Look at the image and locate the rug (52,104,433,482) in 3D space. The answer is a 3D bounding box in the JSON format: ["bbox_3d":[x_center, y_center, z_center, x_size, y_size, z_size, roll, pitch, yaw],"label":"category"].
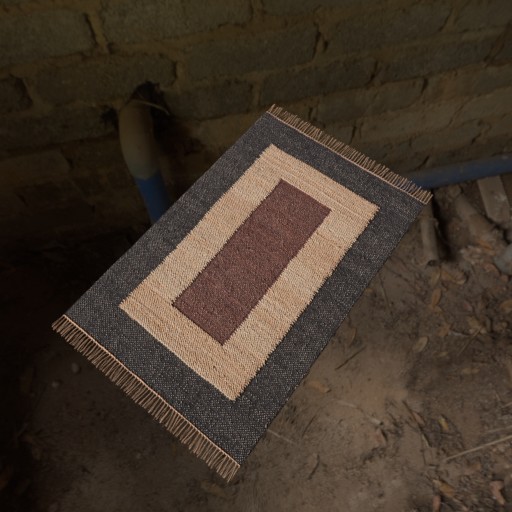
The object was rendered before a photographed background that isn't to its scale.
[{"bbox_3d":[0.000,0.000,2.550,1.224,0.027,2.021,35,69,15],"label":"rug"}]
